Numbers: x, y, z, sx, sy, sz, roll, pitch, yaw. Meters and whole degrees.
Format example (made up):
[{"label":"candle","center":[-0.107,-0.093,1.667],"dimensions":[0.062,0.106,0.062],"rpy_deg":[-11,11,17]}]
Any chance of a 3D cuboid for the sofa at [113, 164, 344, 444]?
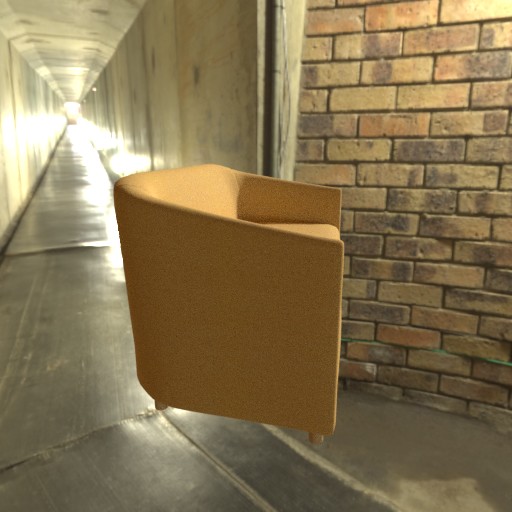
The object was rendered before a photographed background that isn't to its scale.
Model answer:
[{"label":"sofa","center":[0.000,0.000,1.851],"dimensions":[0.705,0.721,1.452],"rpy_deg":[2,14,10]}]
